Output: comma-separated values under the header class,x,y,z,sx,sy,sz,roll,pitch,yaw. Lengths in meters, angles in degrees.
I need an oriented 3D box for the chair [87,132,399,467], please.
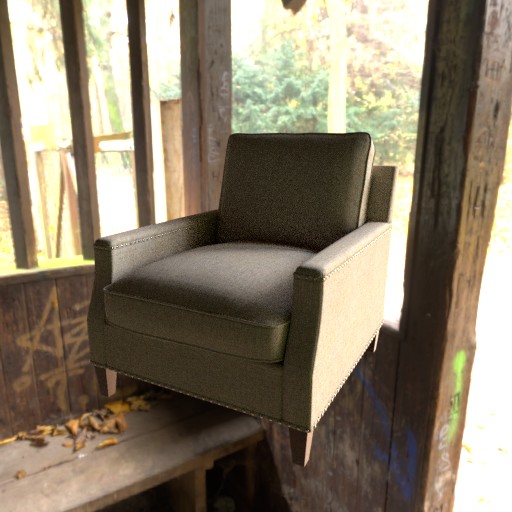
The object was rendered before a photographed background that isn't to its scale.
class,x,y,z,sx,sy,sz,roll,pitch,yaw
chair,0.000,0.000,1.720,0.853,0.943,1.014,7,16,27
